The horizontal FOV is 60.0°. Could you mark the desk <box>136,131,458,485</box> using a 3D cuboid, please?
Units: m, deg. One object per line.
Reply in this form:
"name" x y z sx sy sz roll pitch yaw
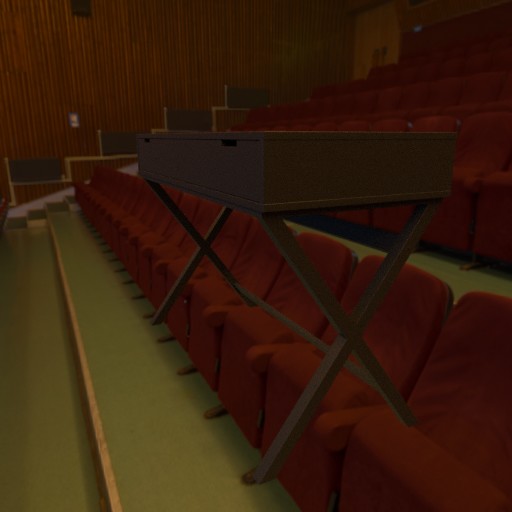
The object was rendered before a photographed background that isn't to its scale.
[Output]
"desk" 0.000 0.000 1.465 0.504 0.780 1.057 -7 17 -26
